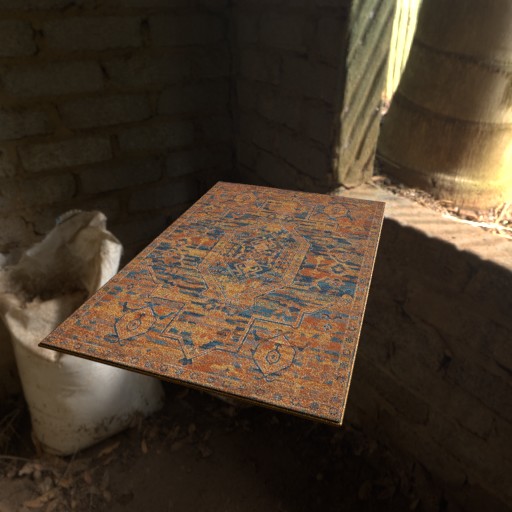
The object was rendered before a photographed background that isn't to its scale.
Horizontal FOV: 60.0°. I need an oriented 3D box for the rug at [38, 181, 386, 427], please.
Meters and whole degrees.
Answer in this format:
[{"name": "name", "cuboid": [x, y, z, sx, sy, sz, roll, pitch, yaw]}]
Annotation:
[{"name": "rug", "cuboid": [0.000, 0.000, 1.088, 0.557, 0.008, 0.863, 10, 32, 16]}]
